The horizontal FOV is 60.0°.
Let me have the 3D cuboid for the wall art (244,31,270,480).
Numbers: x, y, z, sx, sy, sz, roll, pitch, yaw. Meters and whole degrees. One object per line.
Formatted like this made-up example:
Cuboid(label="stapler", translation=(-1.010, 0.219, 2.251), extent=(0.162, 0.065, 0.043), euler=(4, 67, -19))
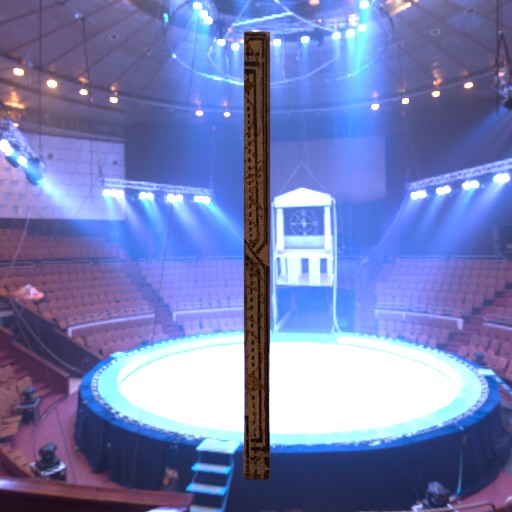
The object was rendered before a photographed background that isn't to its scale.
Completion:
Cuboid(label="wall art", translation=(0.000, 0.000, 0.903), extent=(0.036, 0.607, 0.609), euler=(0, 0, 0))
